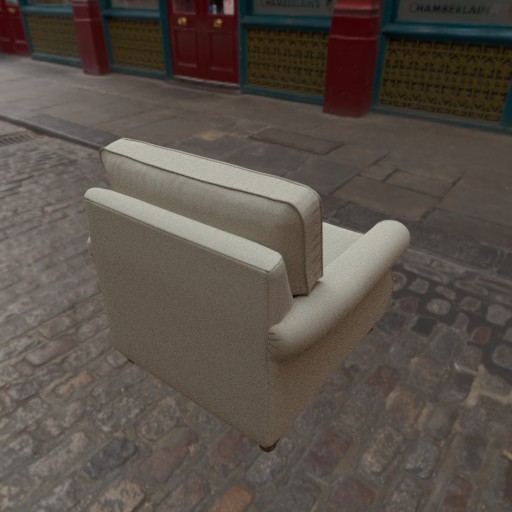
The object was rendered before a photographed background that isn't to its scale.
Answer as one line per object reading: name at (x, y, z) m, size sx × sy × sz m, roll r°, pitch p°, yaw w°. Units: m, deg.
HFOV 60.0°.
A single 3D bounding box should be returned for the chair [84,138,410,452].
chair at (0.000, 0.000, 1.809) m, size 1.029 × 0.967 × 0.966 m, roll 21°, pitch 36°, yaw 32°
